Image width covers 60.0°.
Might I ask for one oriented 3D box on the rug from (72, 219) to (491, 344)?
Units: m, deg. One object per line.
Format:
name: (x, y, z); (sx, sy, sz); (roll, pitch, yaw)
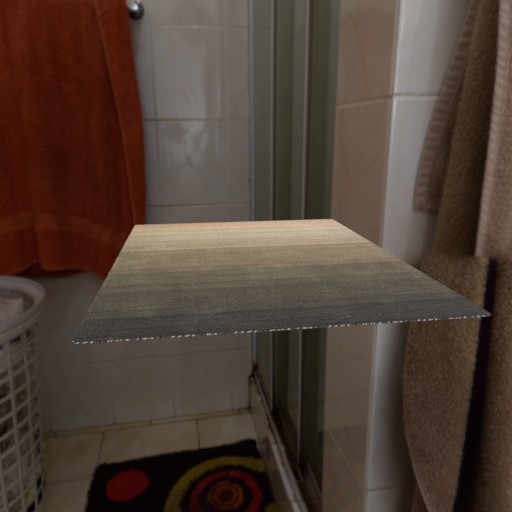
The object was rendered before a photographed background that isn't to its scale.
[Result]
rug: (0.000, 0.000, 3.746); (2.305, 0.017, 2.902); (-2, 16, -8)
